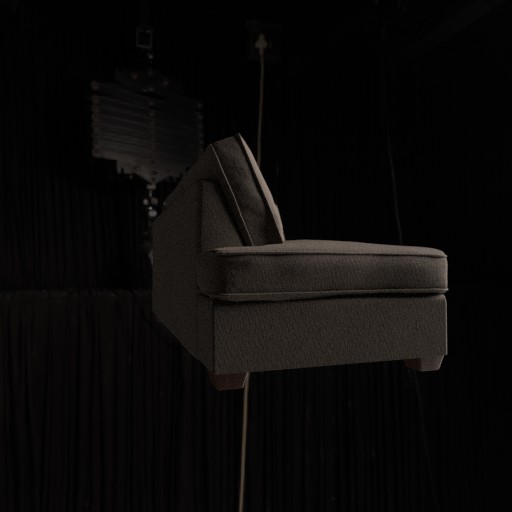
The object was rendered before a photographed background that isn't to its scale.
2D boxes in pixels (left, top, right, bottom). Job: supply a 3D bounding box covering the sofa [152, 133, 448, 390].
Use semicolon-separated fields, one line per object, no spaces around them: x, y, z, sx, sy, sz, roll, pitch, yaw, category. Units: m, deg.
0.000;0.000;2.810;1.110;1.033;2.237;0;-1;-18;sofa
